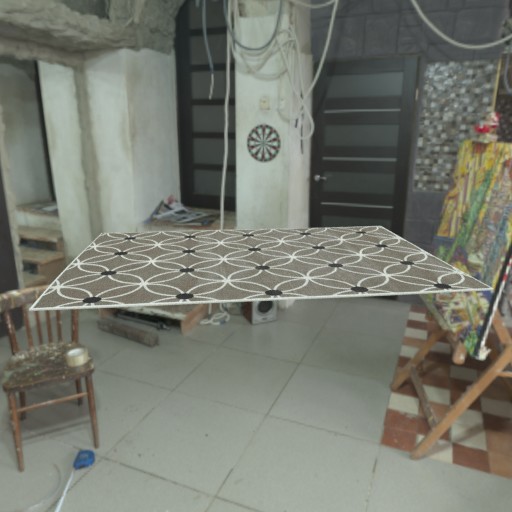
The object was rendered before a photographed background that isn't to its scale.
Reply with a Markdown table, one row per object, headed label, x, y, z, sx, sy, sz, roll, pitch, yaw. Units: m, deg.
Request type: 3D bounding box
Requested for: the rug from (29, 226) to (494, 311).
| label | x | y | z | sx | sy | sz | roll | pitch | yaw |
| --- | --- | --- | --- | --- | --- | --- | --- | --- | --- |
| rug | 0.000 | 0.000 | 2.865 | 2.284 | 0.008 | 1.522 | -2 | 16 | -6 |
